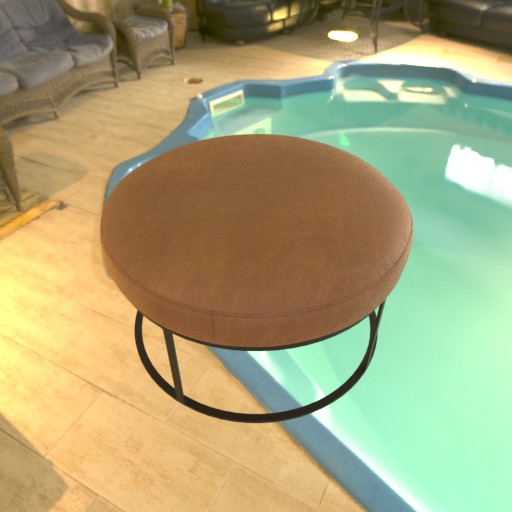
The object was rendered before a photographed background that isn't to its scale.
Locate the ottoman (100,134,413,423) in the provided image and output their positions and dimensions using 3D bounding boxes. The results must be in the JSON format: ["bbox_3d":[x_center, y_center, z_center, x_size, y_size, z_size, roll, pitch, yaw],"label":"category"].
[{"bbox_3d":[0.000,0.000,1.227,0.771,0.460,0.771,0,40,0],"label":"ottoman"}]
